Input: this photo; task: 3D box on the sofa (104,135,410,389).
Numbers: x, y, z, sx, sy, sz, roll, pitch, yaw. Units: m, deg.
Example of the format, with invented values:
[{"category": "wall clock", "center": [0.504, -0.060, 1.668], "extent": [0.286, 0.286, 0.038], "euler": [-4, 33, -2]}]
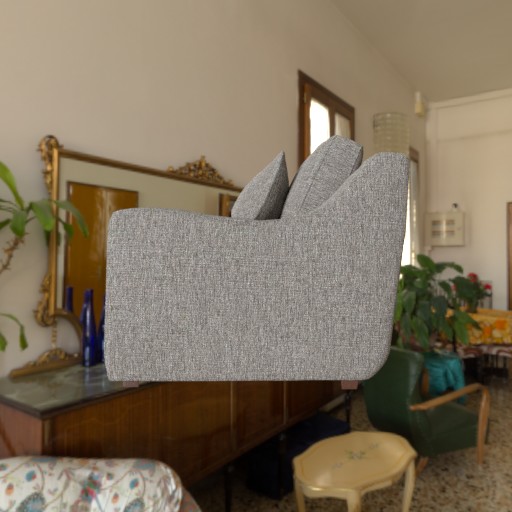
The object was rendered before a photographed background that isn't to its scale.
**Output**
[{"category": "sofa", "center": [0.000, 0.000, 2.441], "extent": [1.120, 0.991, 1.778], "euler": [0, 0, 0]}]
